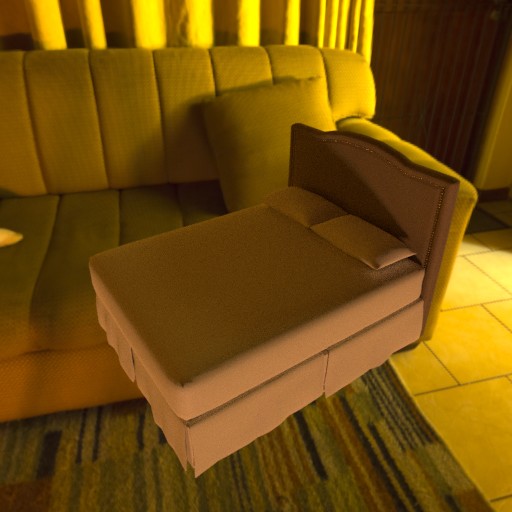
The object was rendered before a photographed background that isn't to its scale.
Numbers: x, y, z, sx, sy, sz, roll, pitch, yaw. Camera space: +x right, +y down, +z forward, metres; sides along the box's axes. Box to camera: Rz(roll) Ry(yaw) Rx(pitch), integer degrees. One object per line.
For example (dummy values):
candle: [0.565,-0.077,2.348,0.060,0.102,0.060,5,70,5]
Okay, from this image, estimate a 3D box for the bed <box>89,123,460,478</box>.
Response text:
bed: [0.000,0.000,3.268,2.128,1.441,1.744,-20,37,-29]
